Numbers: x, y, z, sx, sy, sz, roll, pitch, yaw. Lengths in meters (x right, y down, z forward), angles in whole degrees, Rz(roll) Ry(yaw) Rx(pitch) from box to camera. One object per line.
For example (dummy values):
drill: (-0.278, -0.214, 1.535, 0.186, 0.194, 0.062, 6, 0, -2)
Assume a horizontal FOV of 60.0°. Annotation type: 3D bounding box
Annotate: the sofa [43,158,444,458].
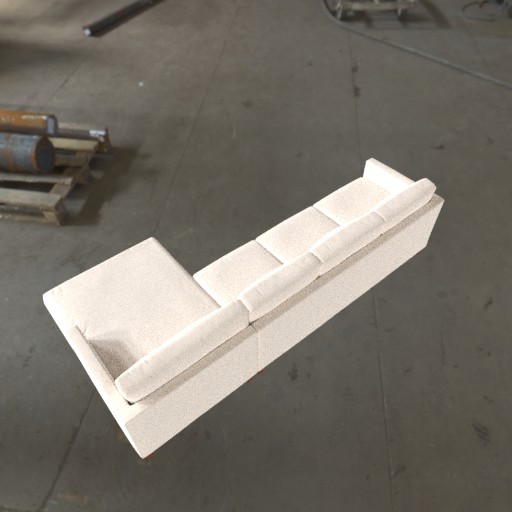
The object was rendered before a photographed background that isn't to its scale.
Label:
sofa: (0.000, 0.000, 4.136, 3.471, 0.954, 1.606, -31, 55, -26)
